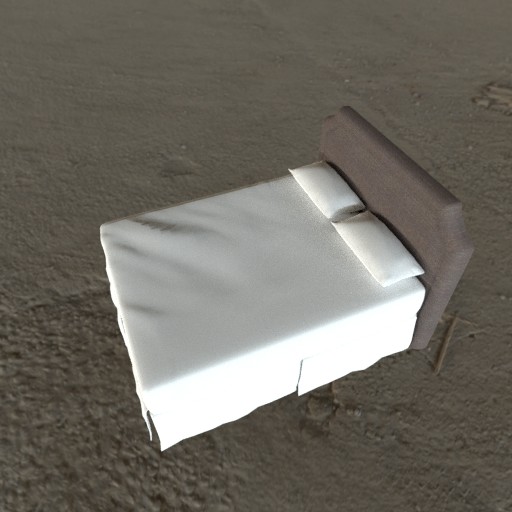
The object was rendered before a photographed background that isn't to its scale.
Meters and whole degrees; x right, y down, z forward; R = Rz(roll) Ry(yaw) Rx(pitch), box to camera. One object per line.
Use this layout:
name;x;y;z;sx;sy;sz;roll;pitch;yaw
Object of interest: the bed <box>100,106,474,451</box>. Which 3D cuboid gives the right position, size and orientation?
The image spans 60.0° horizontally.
bed;0.000;0.000;3.171;2.116;1.290;1.693;-17;49;-16
